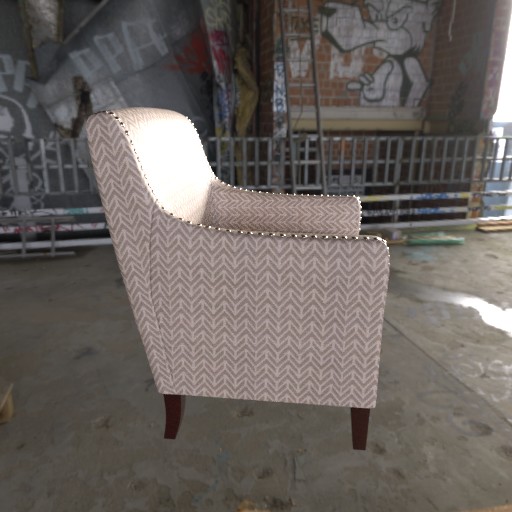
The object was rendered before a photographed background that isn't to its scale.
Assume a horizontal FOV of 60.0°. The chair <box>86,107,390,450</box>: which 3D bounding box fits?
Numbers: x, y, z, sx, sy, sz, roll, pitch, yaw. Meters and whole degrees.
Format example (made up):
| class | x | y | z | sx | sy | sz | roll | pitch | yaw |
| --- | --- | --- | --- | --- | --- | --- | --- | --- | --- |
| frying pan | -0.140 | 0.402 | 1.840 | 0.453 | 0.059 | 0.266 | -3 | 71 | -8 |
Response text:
| class | x | y | z | sx | sy | sz | roll | pitch | yaw |
| --- | --- | --- | --- | --- | --- | --- | --- | --- | --- |
| chair | 0.000 | 0.000 | 1.285 | 0.651 | 0.816 | 0.623 | 2 | 17 | 7 |
